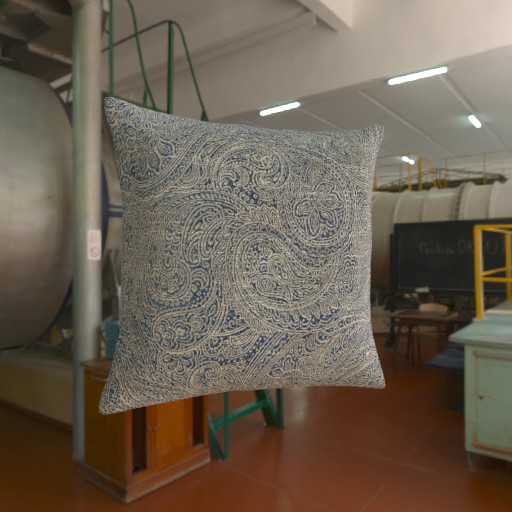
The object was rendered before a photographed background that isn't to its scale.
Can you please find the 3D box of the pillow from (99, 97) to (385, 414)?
[{"bbox_3d":[0.000,0.000,0.781,0.523,0.510,0.166,0,0,-17],"label":"pillow"}]
